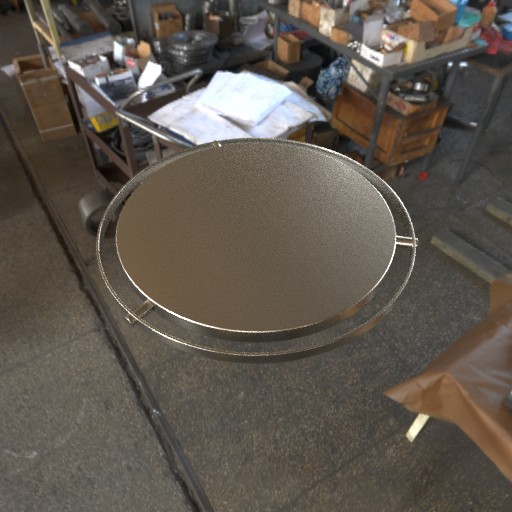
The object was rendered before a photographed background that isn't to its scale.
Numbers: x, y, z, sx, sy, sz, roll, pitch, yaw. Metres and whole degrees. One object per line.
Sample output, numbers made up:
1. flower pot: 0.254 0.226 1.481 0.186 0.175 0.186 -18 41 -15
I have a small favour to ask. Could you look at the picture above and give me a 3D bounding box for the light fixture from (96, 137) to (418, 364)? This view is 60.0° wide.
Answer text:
1. light fixture: 0.000 0.000 0.559 0.361 0.130 0.361 0 46 0
